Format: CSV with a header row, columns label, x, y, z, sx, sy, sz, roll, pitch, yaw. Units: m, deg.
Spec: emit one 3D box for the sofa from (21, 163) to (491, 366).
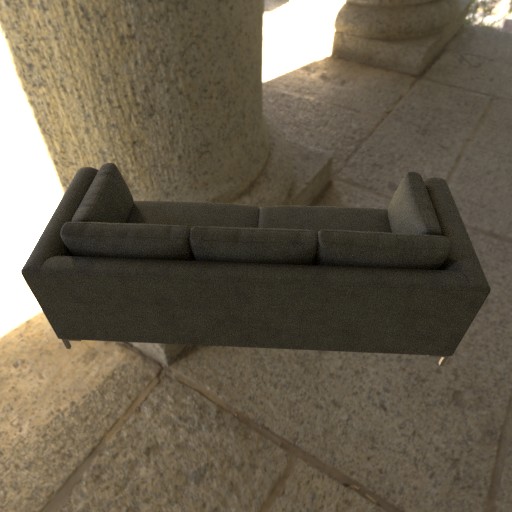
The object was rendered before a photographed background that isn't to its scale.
label,x,y,z,sx,sy,sz,roll,pitch,yaw
sofa,0.000,0.000,2.818,2.415,0.867,0.969,2,46,2
